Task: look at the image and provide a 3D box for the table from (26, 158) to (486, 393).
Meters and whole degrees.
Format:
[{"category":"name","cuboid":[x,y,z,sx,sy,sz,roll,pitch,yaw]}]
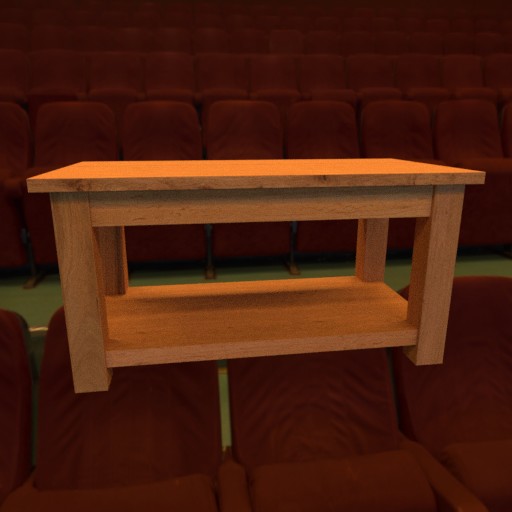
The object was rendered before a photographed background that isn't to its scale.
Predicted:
[{"category":"table","cuboid":[0.000,0.000,1.133,0.899,0.452,0.450,-2,16,-8]}]
